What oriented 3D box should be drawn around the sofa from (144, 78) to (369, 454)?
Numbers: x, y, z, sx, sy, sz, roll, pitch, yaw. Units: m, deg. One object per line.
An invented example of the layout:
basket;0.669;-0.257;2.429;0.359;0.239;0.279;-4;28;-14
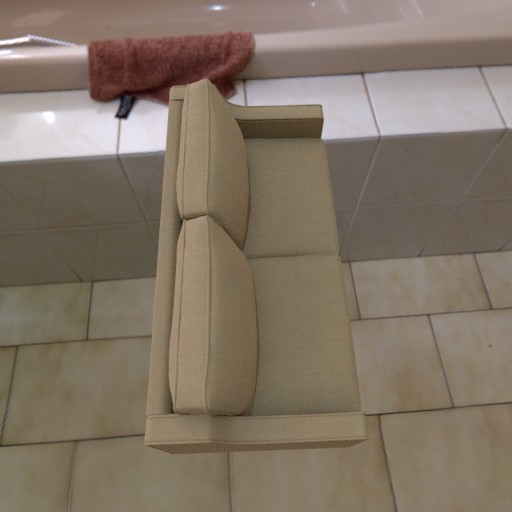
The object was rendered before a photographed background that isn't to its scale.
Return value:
sofa;0.000;0.000;2.743;1.066;1.071;2.178;-2;63;-1
